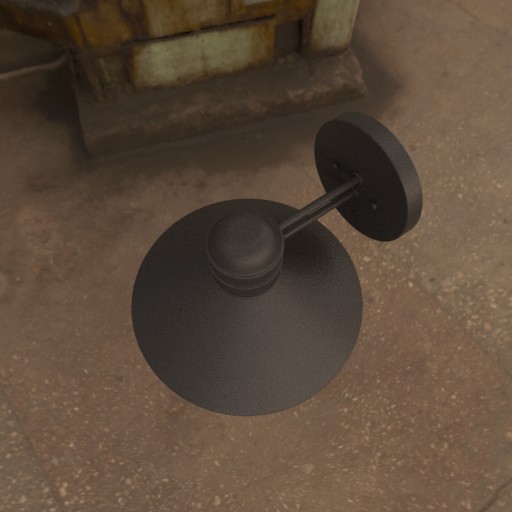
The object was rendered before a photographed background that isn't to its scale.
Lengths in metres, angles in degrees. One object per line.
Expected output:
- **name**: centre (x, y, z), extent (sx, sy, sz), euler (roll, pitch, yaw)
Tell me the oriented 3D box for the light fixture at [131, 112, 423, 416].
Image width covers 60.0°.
- **light fixture**: centre (0.000, 0.000, 0.657), extent (0.434, 0.265, 0.396), euler (-32, 68, -15)
